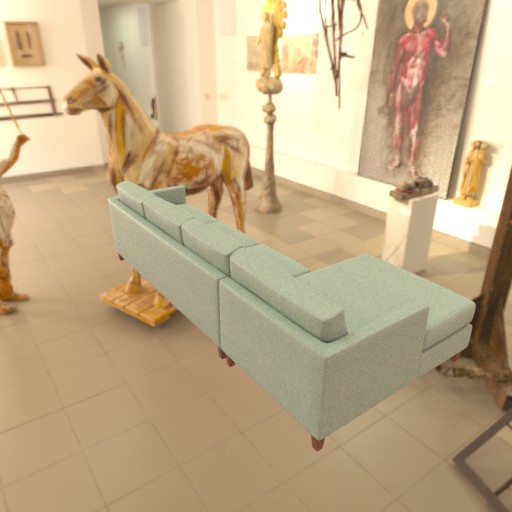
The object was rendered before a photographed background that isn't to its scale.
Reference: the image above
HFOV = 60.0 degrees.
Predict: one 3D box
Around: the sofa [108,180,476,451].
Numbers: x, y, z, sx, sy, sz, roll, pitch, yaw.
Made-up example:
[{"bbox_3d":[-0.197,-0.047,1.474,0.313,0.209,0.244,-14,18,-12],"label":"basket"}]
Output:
[{"bbox_3d":[0.000,0.000,4.140,1.600,0.953,3.470,-17,30,-32],"label":"sofa"}]
